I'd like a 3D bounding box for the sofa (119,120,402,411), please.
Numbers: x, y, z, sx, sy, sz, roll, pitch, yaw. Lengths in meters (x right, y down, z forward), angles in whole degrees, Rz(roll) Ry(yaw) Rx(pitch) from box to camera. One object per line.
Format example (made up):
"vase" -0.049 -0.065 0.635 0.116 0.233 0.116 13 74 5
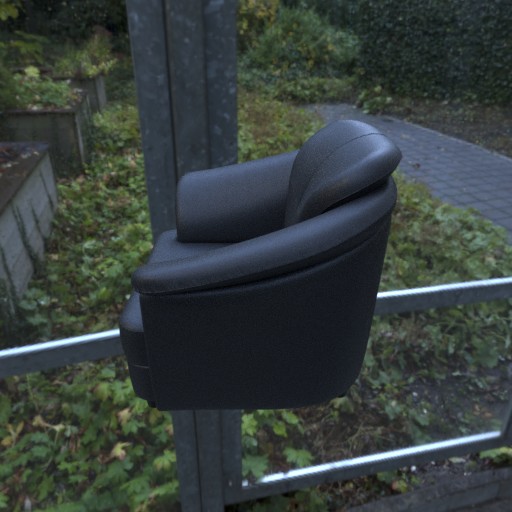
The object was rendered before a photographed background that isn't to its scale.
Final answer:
"sofa" 0.000 0.000 1.486 0.794 0.811 0.870 0 27 0
